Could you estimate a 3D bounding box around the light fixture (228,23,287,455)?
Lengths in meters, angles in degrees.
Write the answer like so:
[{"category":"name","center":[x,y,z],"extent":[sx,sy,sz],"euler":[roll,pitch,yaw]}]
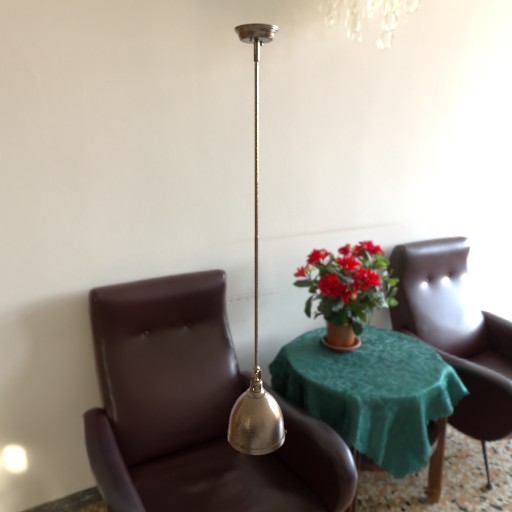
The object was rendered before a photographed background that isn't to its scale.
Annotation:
[{"category":"light fixture","center":[0.000,0.000,1.463],"extent":[0.211,1.367,0.217],"euler":[7,16,25]}]
